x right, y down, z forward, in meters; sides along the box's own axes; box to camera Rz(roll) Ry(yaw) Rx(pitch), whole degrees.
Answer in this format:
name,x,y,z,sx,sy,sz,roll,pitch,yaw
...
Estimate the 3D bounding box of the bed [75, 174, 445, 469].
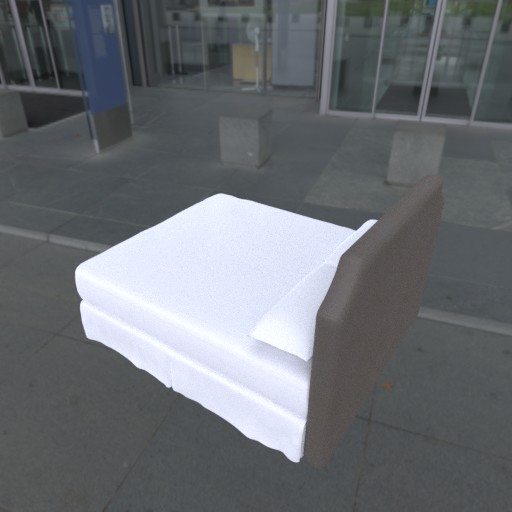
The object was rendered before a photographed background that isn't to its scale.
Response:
name,x,y,z,sx,sy,sz,roll,pitch,yaw
bed,0.000,0.000,3.950,2.536,1.561,2.194,20,36,29
